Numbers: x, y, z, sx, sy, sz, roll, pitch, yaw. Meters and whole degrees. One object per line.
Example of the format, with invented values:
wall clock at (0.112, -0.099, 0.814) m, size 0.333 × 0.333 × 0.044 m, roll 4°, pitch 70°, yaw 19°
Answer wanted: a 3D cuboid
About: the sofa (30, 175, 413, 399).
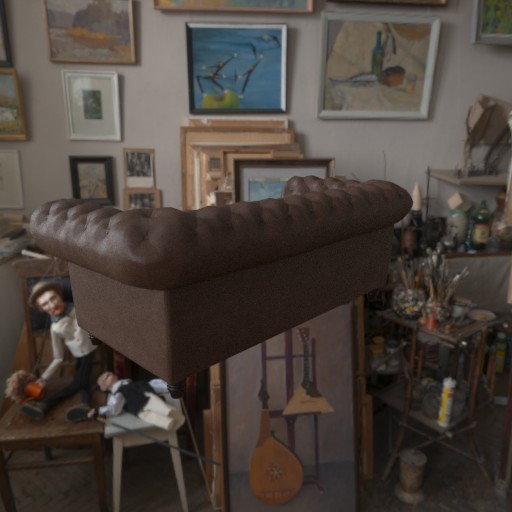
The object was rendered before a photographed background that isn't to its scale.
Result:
sofa at (0.000, 0.000, 2.482) m, size 0.955 × 0.784 × 2.048 m, roll 14°, pitch 21°, yaw 42°
